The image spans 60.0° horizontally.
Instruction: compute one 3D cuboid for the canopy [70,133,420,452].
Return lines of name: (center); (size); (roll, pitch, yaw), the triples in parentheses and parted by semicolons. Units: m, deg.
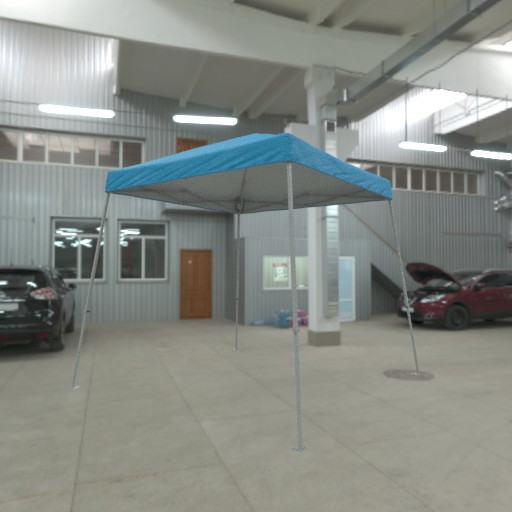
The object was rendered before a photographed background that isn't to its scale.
canopy: (0.000, 0.000, 6.450); (3.600, 3.600, 3.599); (-1, -2, 36)
